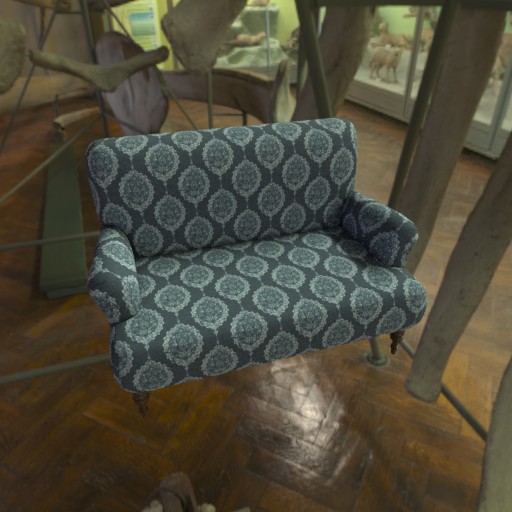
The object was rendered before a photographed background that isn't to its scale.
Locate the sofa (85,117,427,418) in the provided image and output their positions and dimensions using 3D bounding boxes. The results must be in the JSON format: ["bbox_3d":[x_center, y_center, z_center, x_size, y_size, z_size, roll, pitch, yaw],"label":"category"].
[{"bbox_3d":[0.000,0.000,1.835,1.297,0.867,0.779,-10,33,-15],"label":"sofa"}]
